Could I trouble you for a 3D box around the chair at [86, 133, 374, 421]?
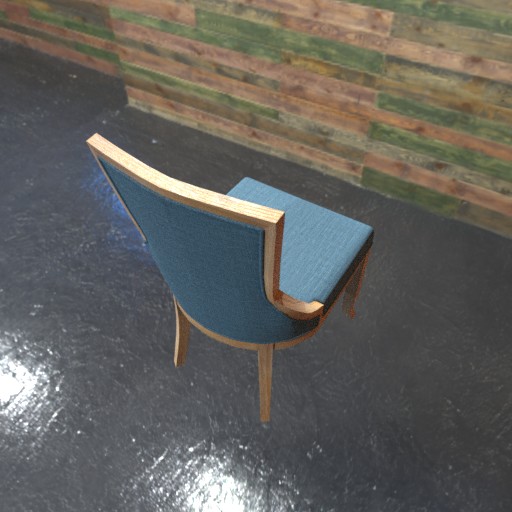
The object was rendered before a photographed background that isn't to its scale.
[{"bbox_3d":[0.000,0.000,1.328,0.524,0.947,0.641,25,52,22],"label":"chair"}]
